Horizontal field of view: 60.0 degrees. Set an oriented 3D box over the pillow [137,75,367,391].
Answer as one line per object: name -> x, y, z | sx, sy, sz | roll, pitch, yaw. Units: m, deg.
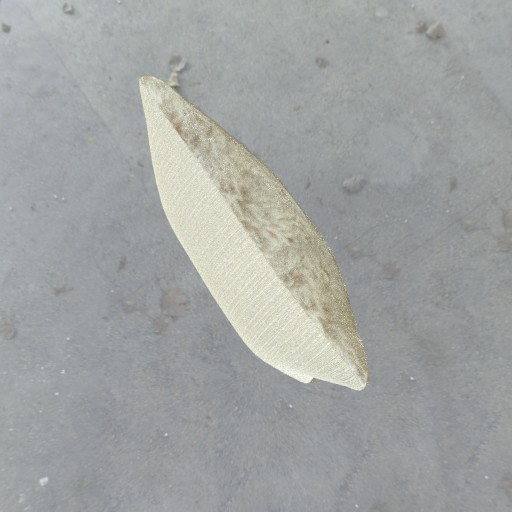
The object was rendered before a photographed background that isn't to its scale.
pillow -> 0.000, 0.000, 0.834 | 0.216, 0.525, 0.538 | -33, 78, -8
